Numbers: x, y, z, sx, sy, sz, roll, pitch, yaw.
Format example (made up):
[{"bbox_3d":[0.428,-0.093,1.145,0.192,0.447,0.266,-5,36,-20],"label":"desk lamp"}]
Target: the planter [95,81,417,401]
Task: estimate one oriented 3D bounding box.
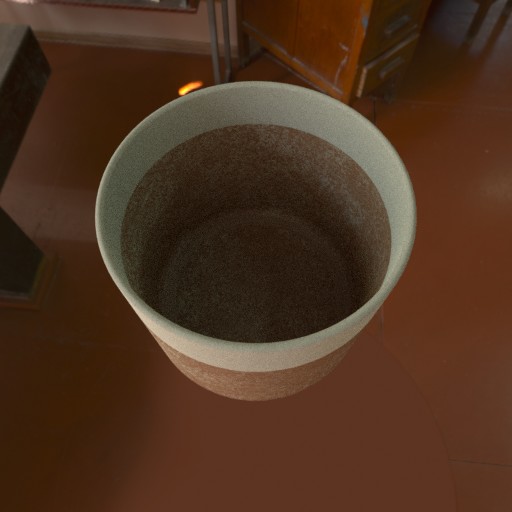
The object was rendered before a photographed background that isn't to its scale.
[{"bbox_3d":[0.000,0.000,0.281,0.159,0.138,0.159,0,63,0],"label":"planter"}]
